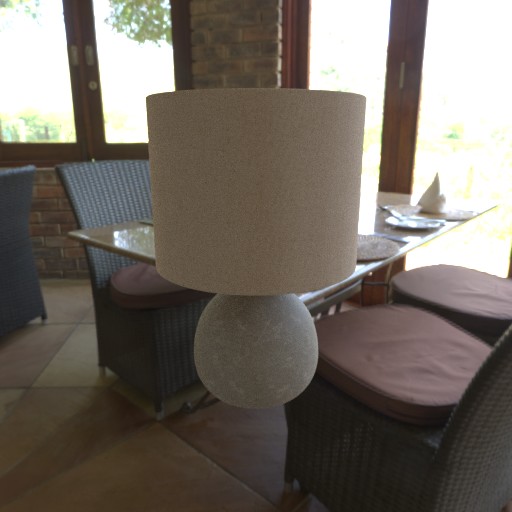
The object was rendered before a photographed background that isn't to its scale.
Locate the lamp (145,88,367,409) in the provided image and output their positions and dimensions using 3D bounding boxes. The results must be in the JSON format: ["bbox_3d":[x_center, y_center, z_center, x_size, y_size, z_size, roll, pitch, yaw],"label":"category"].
[{"bbox_3d":[0.000,0.000,0.608,0.269,0.409,0.269,-15,21,-42],"label":"lamp"}]
